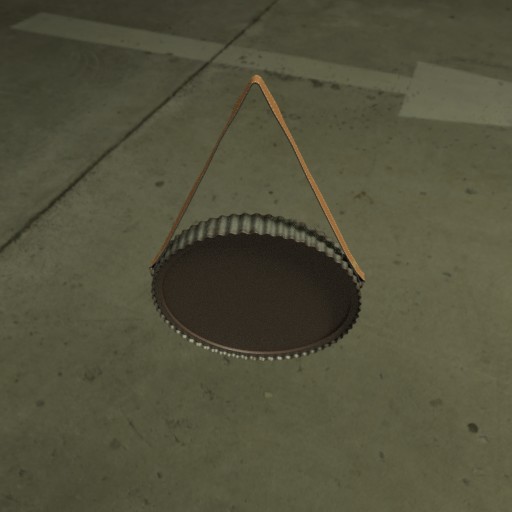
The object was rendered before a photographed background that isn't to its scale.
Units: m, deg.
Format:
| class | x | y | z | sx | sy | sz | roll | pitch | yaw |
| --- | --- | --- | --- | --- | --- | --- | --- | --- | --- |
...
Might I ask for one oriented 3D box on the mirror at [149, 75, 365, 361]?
| class | x | y | z | sx | sy | sz | roll | pitch | yaw |
| --- | --- | --- | --- | --- | --- | --- | --- | --- | --- |
| mirror | 0.000 | 0.000 | 0.691 | 0.355 | 0.568 | 0.042 | 3 | 47 | 3 |
